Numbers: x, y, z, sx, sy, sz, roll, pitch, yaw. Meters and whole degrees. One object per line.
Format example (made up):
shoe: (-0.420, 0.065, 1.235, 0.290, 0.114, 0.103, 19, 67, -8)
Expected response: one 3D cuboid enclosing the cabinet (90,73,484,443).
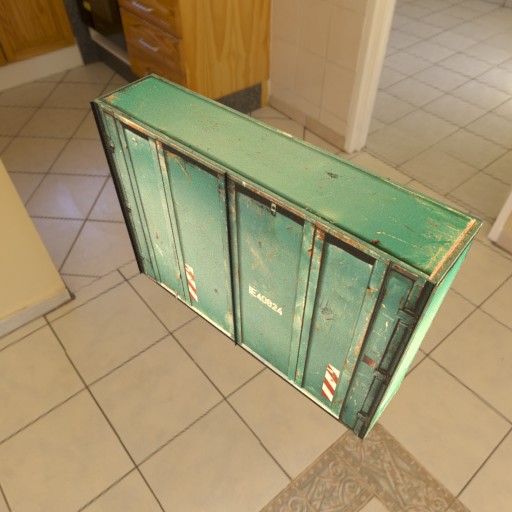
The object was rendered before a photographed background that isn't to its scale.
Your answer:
cabinet: (0.000, 0.000, 3.926, 3.001, 2.160, 0.680, 32, 55, 26)
